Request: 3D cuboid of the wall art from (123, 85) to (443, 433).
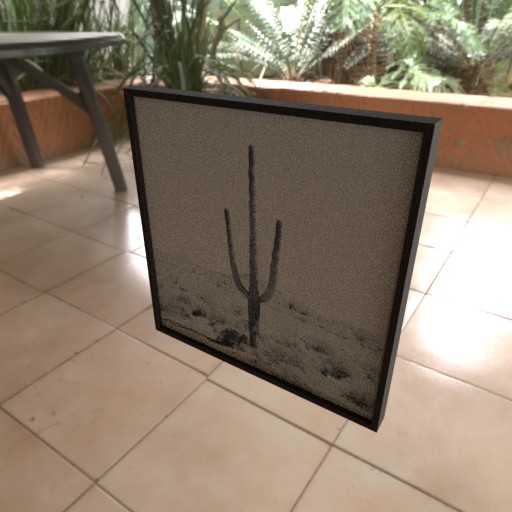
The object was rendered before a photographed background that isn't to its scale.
[{"bbox_3d":[0.000,0.000,0.758,0.508,0.508,0.038,17,33,29],"label":"wall art"}]
